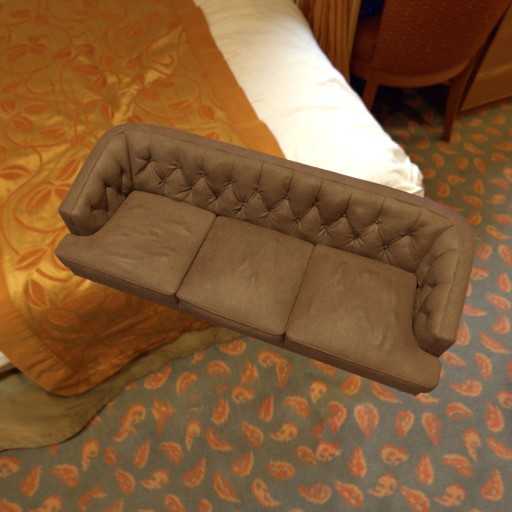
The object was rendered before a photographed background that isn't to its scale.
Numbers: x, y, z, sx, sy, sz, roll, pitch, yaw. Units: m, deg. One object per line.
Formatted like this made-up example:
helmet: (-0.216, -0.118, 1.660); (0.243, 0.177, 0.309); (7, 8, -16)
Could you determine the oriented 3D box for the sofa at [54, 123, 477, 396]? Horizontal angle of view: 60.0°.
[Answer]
sofa: (0.000, 0.000, 2.623); (2.227, 0.787, 0.927); (18, 60, 11)
